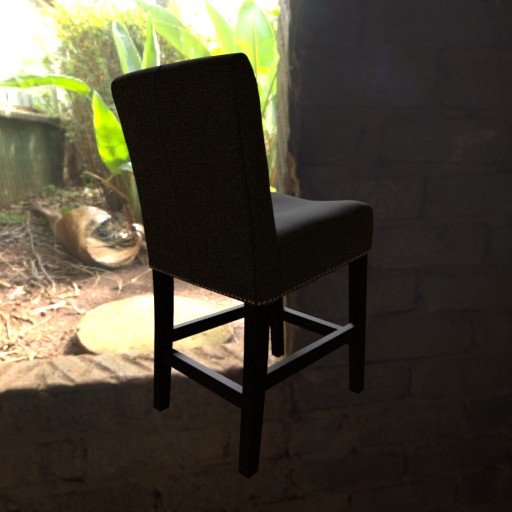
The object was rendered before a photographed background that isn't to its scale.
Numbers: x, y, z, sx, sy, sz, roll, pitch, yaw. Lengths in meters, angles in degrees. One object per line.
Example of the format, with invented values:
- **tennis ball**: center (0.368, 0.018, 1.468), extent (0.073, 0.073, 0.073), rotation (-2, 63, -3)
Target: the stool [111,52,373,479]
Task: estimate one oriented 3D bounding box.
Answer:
- **stool**: center (0.000, 0.000, 1.168), extent (0.427, 0.885, 0.571), rotation (14, 20, 43)
